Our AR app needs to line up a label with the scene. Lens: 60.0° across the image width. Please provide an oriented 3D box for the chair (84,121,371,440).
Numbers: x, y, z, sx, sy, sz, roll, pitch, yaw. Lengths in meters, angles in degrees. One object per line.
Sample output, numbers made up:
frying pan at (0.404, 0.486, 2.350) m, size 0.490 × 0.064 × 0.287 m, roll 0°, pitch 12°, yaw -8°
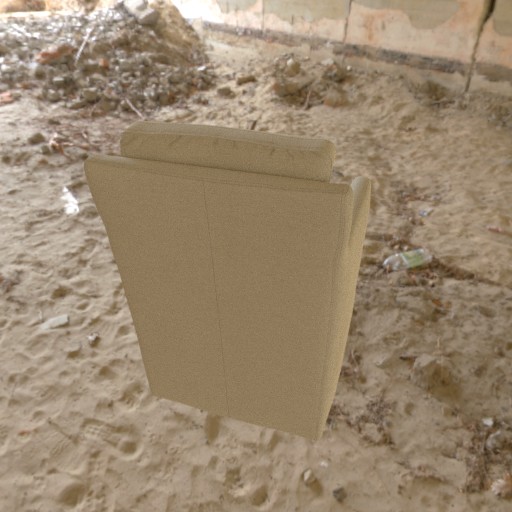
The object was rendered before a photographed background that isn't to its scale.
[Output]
chair at (0.000, 0.000, 1.377) m, size 0.626 × 0.914 × 0.694 m, roll 10°, pitch 34°, yaw 15°
